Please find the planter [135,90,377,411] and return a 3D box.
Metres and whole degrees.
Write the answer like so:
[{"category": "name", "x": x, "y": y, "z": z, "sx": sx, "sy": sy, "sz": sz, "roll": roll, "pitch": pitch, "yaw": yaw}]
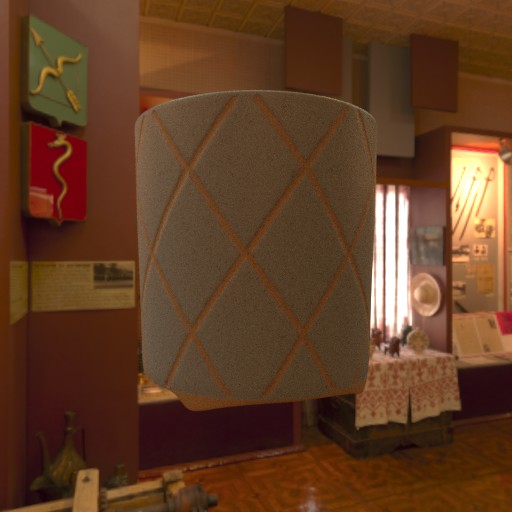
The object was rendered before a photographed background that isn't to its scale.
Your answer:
[{"category": "planter", "x": 0.000, "y": 0.000, "z": 0.361, "sx": 0.191, "sy": 0.200, "sz": 0.191, "roll": 0, "pitch": 0, "yaw": 0}]
